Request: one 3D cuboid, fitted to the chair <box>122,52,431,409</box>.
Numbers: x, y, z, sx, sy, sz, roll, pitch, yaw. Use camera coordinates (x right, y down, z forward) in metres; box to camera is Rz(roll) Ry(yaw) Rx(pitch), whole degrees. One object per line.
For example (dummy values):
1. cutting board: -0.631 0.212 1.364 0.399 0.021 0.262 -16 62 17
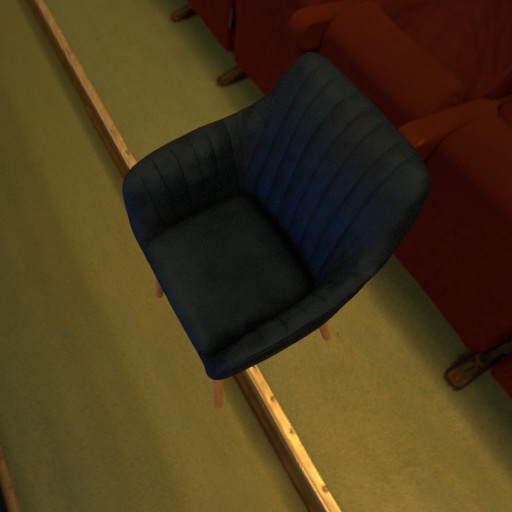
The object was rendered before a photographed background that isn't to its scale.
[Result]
1. chair: 0.000 0.000 1.203 0.573 0.826 0.578 -28 67 -13
